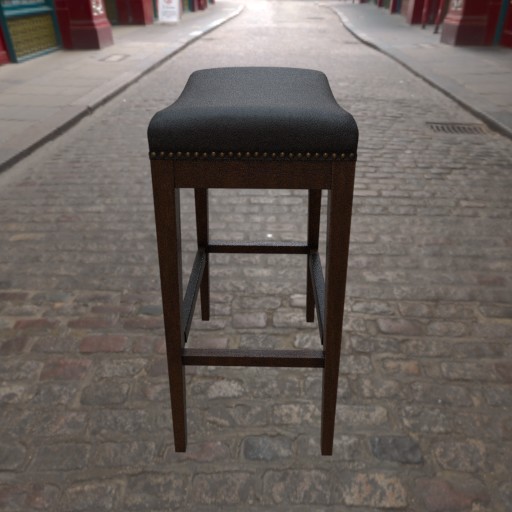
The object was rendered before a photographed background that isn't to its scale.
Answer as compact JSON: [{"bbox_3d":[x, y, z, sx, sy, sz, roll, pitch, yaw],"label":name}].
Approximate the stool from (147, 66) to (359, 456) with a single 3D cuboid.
[{"bbox_3d":[0.000,0.000,1.035,0.361,0.765,0.500,1,31,1],"label":"stool"}]
